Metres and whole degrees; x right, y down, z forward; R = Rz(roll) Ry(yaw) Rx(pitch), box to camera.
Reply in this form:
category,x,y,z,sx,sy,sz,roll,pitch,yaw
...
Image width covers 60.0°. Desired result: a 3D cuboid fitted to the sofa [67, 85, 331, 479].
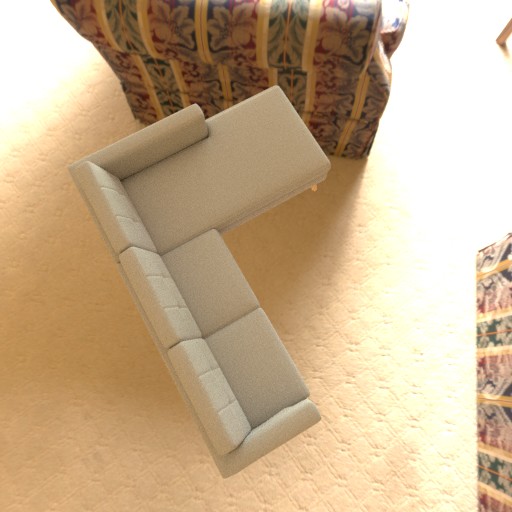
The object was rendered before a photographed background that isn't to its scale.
category,x,y,z,sx,sy,sz,roll,pitch,yaw
sofa,0.000,0.000,2.841,1.530,0.860,2.040,-29,77,-7
